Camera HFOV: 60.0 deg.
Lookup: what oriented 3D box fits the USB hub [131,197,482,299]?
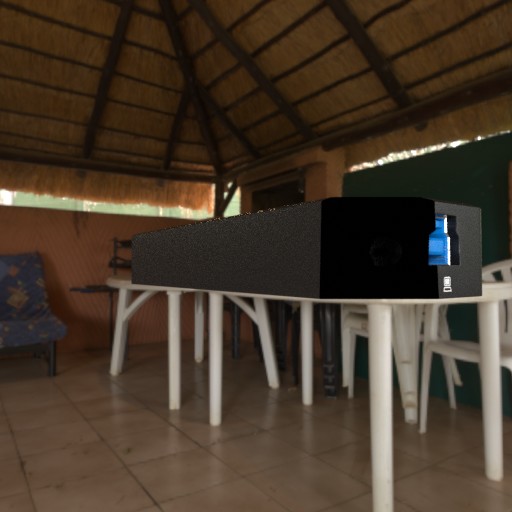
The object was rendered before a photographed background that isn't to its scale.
[{"bbox_3d":[0.000,0.000,0.160,0.044,0.023,0.145,1,-2,-35],"label":"USB hub"}]
